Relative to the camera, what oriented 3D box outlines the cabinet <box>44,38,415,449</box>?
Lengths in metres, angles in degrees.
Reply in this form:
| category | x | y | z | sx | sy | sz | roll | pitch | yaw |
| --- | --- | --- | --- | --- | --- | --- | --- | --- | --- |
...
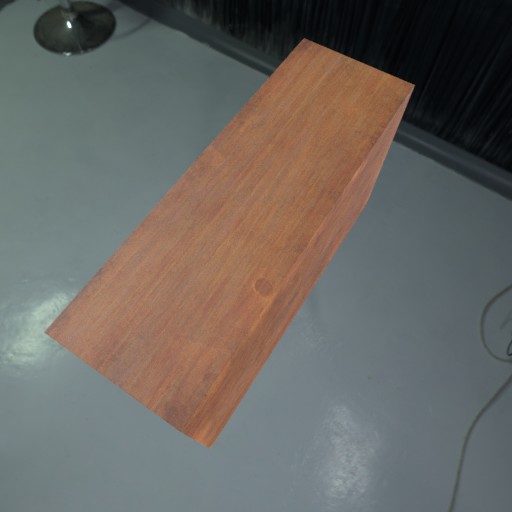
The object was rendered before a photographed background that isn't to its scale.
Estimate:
| category | x | y | z | sx | sy | sz | roll | pitch | yaw |
| --- | --- | --- | --- | --- | --- | --- | --- | --- | --- |
| cabinet | 0.000 | 0.000 | 1.569 | 0.403 | 0.805 | 1.204 | 30 | 67 | 14 |
